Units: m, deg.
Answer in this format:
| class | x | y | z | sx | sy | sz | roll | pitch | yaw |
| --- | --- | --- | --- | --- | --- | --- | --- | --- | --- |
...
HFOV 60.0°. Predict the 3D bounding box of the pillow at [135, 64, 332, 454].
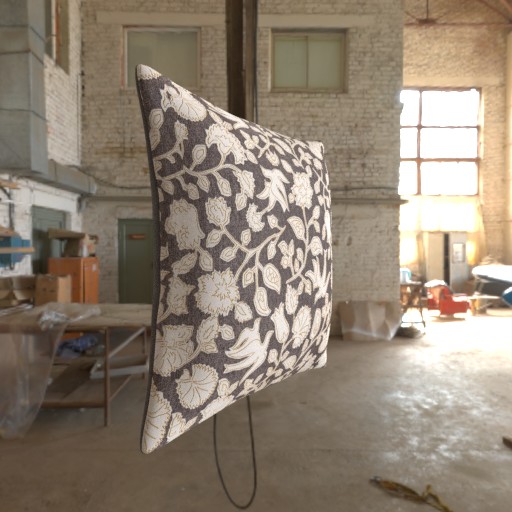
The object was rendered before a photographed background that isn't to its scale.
| class | x | y | z | sx | sy | sz | roll | pitch | yaw |
| --- | --- | --- | --- | --- | --- | --- | --- | --- | --- |
| pillow | 0.000 | 0.000 | 0.784 | 0.166 | 0.507 | 0.526 | 1 | 1 | 35 |
